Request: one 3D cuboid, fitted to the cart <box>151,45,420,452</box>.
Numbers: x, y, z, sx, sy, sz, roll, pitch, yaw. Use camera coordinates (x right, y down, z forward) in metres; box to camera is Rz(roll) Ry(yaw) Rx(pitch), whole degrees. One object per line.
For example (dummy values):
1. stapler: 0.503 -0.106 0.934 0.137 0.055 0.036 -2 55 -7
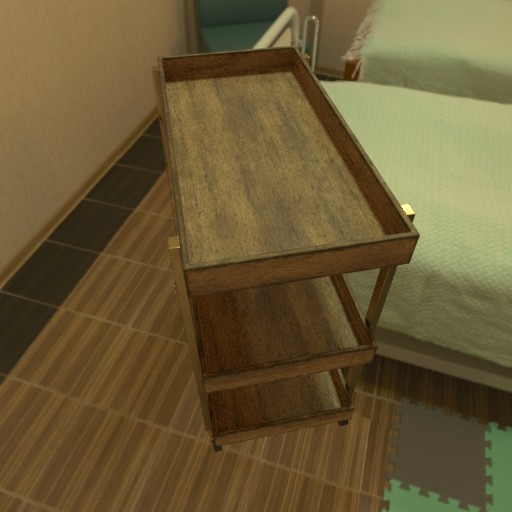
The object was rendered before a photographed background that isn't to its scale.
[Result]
1. cart: 0.000 0.000 1.209 0.416 0.799 0.750 -8 47 -8
